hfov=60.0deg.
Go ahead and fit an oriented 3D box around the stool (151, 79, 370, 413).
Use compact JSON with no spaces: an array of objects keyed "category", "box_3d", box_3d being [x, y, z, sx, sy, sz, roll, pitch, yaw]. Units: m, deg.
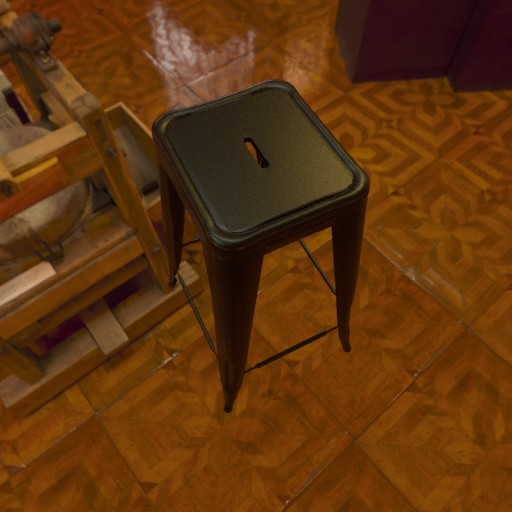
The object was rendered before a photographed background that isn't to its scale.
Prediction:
[{"category":"stool","box_3d":[0.000,0.000,0.929,0.423,0.609,0.455,-33,64,-19]}]
